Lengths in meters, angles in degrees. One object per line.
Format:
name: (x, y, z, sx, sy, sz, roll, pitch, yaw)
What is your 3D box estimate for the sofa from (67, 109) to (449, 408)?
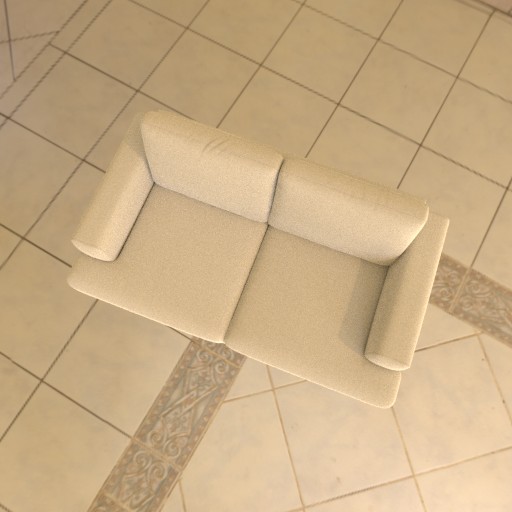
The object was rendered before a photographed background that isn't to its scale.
sofa: (0.000, 0.000, 2.153, 1.651, 0.810, 0.915, 20, 75, 6)
